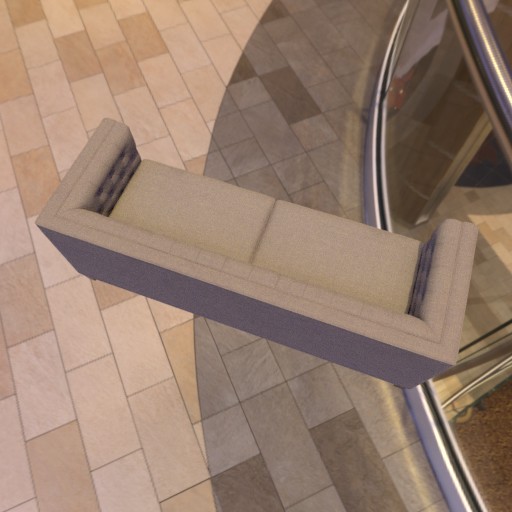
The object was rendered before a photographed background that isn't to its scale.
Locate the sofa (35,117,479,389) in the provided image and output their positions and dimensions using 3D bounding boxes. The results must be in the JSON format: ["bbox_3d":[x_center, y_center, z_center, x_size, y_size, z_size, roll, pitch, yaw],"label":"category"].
[{"bbox_3d":[0.000,0.000,2.609,2.159,0.762,0.775,18,65,9],"label":"sofa"}]
